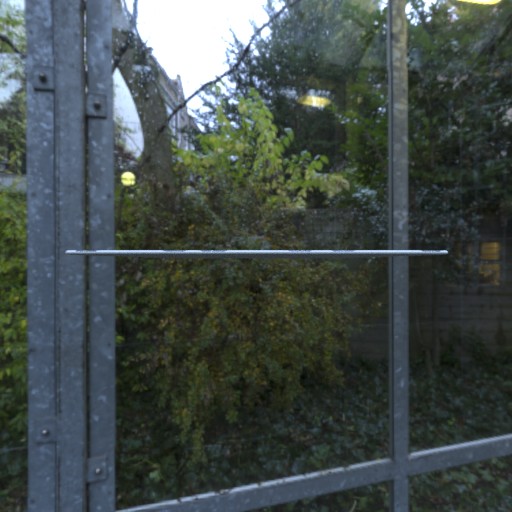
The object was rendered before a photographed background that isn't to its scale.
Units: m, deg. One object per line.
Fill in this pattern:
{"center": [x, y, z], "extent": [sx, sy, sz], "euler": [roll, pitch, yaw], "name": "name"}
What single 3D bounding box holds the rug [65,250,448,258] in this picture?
{"center": [0.000, 0.000, 2.932], "extent": [1.521, 0.017, 2.365], "euler": [0, -1, 0], "name": "rug"}
